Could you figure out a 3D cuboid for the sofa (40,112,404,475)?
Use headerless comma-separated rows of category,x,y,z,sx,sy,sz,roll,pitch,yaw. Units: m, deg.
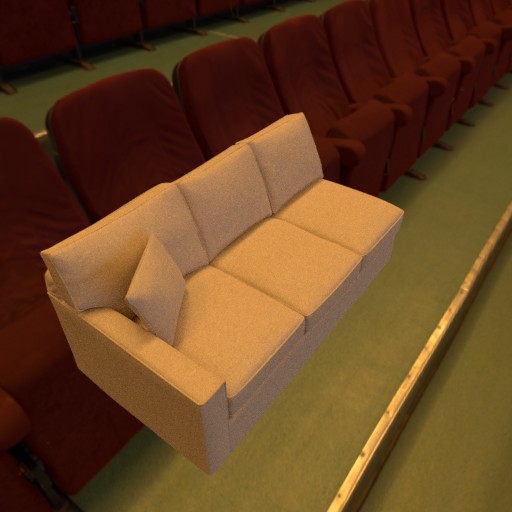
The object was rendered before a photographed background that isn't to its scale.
sofa,0.000,0.000,2.556,1.034,0.946,1.962,26,46,28
